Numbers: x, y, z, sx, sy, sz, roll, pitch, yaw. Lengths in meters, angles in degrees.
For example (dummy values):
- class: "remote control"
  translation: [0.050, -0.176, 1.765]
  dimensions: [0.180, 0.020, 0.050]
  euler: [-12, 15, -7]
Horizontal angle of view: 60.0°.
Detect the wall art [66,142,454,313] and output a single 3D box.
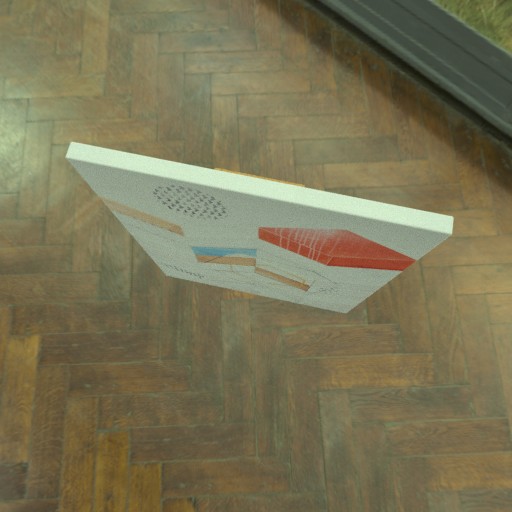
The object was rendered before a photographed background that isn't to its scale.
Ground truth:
- class: "wall art"
  translation: [0.000, 0.000, 1.342]
  dimensions: [0.759, 1.014, 0.045]
  euler: [12, 75, 3]
